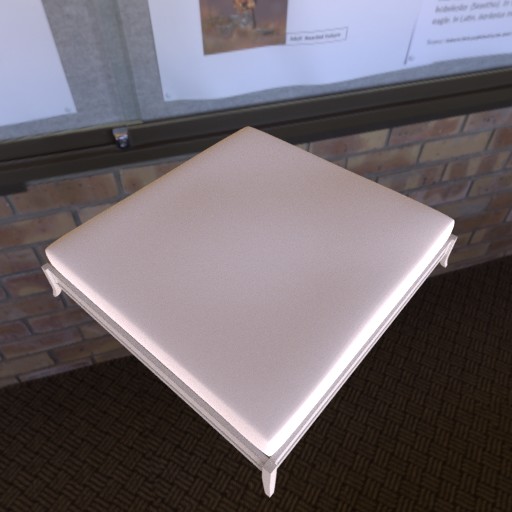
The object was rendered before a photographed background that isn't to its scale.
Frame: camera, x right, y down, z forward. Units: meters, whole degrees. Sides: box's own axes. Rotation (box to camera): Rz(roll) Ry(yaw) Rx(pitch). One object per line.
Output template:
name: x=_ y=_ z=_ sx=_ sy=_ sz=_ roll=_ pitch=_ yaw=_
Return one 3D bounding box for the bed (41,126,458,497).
bed: x=0.000 y=0.000 z=3.074 sx=2.007 sy=0.510 sz=2.108 roll=32 pitch=55 yaw=26
